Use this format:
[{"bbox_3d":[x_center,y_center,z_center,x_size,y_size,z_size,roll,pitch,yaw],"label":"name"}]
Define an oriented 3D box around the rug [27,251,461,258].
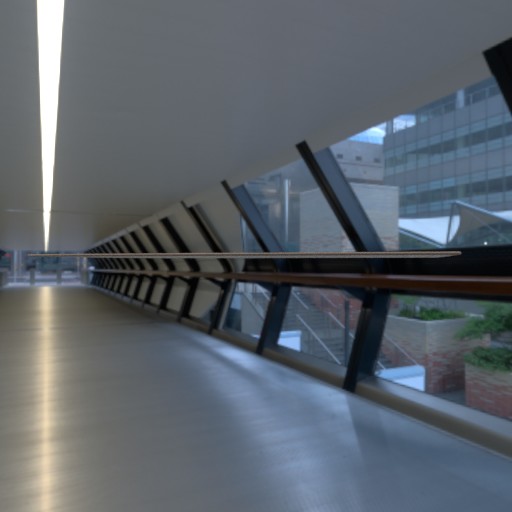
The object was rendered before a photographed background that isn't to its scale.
[{"bbox_3d":[0.000,0.000,2.100,1.677,0.011,1.066,0,-1,19],"label":"rug"}]
